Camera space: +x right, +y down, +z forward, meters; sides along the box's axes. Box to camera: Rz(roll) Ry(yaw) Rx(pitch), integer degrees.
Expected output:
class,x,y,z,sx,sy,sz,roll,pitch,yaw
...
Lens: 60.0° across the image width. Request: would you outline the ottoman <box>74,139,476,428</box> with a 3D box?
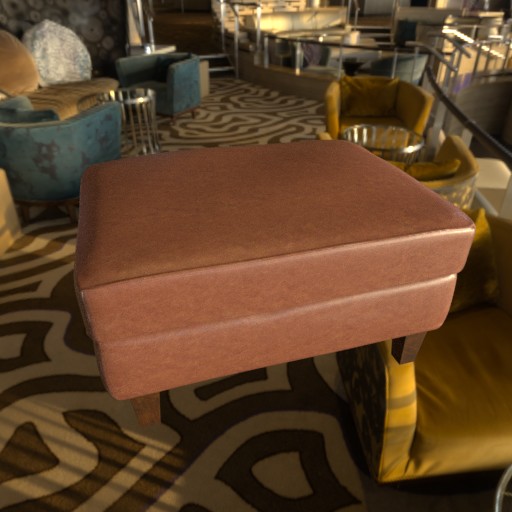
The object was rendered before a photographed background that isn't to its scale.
class,x,y,z,sx,sy,sz,roll,pitch,yaw
ottoman,0.000,0.000,1.211,0.851,0.485,0.650,-9,33,-14
